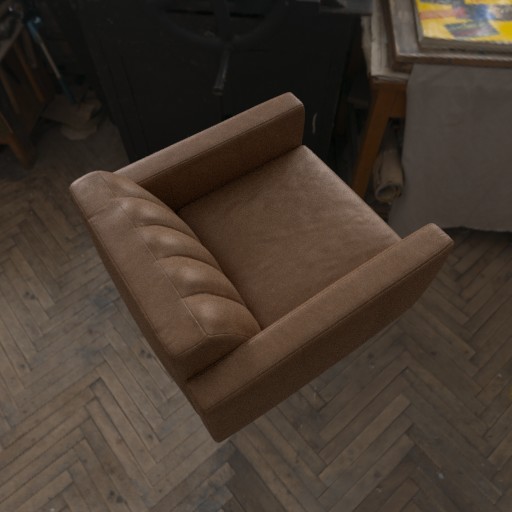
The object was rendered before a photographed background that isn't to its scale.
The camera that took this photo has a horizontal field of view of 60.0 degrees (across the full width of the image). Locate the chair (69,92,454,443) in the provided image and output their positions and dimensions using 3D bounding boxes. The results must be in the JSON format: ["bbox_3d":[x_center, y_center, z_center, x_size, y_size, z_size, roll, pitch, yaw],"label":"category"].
[{"bbox_3d":[0.000,0.000,1.686,0.998,0.819,0.953,-30,63,-17],"label":"chair"}]
